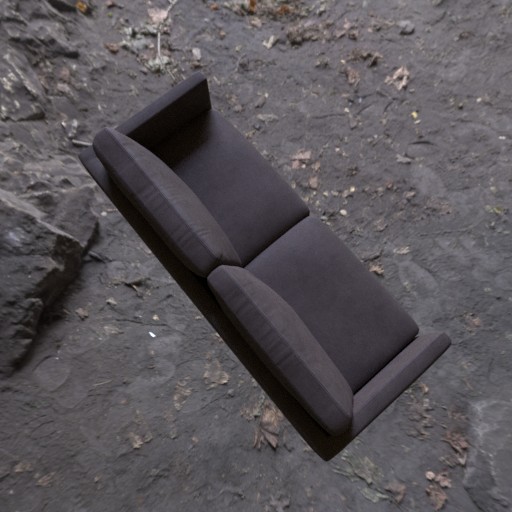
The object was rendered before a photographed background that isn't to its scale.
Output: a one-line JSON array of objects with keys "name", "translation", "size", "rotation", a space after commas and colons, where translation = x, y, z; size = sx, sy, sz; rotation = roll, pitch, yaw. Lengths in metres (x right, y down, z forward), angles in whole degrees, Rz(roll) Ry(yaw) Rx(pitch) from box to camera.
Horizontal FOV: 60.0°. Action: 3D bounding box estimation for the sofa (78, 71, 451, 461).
[{"name": "sofa", "translation": [0.000, 0.000, 2.731], "size": [0.951, 0.965, 2.208], "rotation": [-39, 79, -9]}]
